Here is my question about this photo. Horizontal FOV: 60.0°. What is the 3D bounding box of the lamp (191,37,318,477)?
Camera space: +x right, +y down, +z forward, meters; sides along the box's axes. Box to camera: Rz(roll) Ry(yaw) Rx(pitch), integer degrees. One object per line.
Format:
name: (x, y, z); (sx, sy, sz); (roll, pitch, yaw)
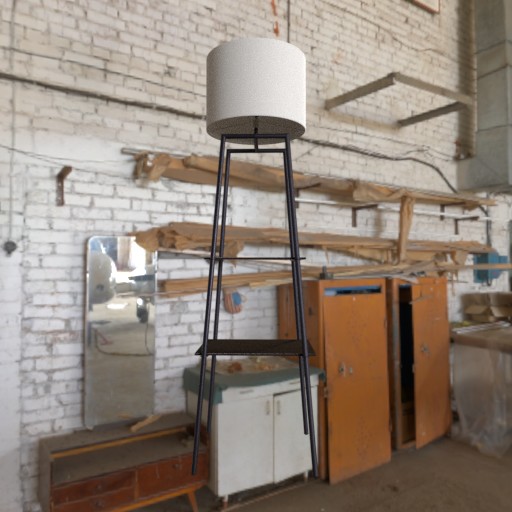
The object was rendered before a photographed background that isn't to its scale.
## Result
lamp: (0.000, 0.000, 1.675); (0.427, 1.474, 0.384); (0, -1, 2)
